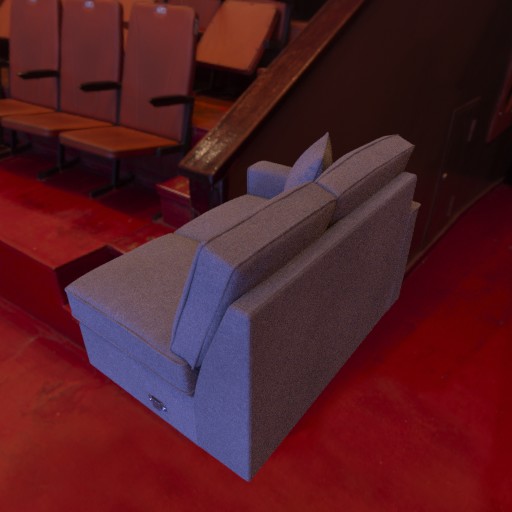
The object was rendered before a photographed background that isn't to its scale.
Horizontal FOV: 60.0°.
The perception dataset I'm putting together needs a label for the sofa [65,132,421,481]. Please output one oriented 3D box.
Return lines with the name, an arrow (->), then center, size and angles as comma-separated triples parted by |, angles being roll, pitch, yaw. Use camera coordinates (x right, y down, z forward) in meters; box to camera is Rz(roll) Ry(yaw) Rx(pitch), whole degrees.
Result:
sofa -> 0.000, 0.000, 2.030 | 0.991, 0.989, 1.388 | 22, 39, 31
